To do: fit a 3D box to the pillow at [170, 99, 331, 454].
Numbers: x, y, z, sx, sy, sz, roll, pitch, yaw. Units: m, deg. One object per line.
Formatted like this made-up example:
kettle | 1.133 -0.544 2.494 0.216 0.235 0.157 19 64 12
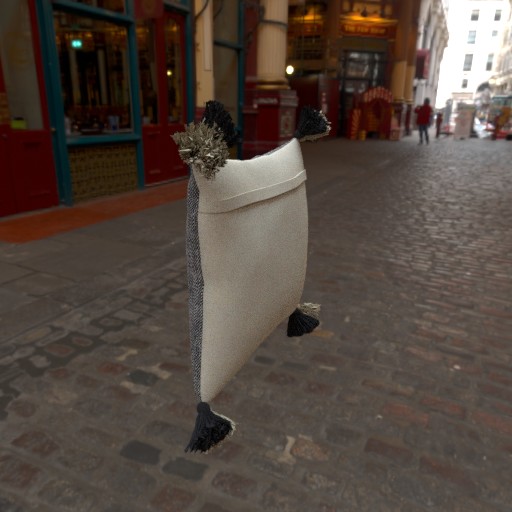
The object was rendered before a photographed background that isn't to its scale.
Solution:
pillow | 0.000 0.000 0.995 0.170 0.659 0.654 9 21 25
